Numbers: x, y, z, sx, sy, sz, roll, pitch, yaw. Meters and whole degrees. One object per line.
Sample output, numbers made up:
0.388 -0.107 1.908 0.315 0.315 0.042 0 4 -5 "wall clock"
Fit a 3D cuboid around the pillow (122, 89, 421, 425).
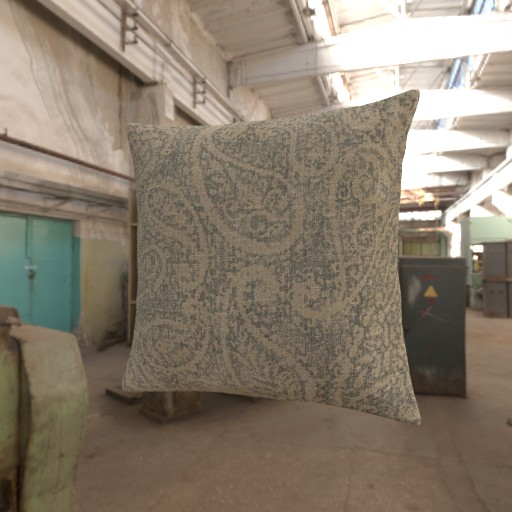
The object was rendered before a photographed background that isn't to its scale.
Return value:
0.000 0.000 0.754 0.526 0.507 0.166 0 -1 19 "pillow"
